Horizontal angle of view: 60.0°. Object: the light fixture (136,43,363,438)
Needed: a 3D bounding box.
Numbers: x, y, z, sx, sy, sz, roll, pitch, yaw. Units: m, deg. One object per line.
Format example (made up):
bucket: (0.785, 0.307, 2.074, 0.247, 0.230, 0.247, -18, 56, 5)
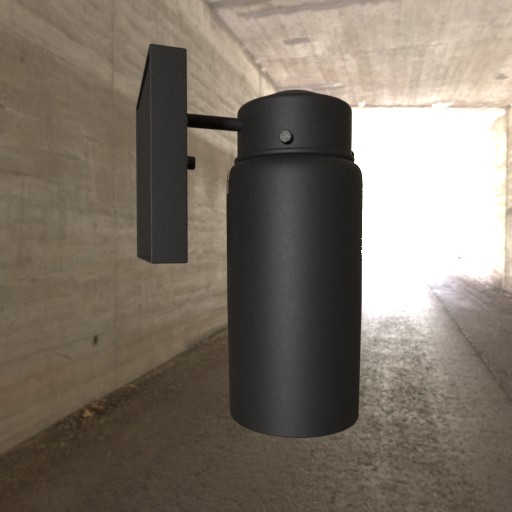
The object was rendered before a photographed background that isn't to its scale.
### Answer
light fixture: (0.000, 0.000, 0.353, 0.176, 0.257, 0.130, -1, 2, -19)
